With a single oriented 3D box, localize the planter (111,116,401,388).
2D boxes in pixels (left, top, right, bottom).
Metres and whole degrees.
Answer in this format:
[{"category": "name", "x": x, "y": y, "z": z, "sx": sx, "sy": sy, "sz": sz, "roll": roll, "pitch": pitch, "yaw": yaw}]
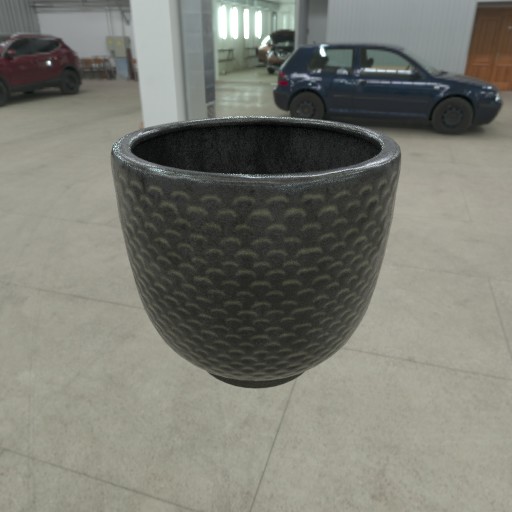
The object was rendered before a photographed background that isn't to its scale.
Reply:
[{"category": "planter", "x": 0.000, "y": 0.000, "z": 0.305, "sx": 0.172, "sy": 0.160, "sz": 0.172, "roll": 0, "pitch": 27, "yaw": 0}]
